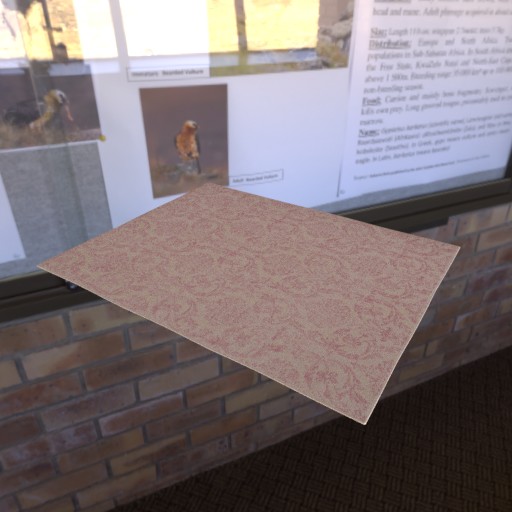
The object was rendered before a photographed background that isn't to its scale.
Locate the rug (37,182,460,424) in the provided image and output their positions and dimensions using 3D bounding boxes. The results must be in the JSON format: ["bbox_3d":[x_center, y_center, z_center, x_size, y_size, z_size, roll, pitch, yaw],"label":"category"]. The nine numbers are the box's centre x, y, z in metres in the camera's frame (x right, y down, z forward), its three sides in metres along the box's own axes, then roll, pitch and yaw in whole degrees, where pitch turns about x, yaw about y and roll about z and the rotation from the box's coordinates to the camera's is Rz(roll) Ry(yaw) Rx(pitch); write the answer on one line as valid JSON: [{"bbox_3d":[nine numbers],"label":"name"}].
[{"bbox_3d":[0.000,0.000,3.966,2.980,0.012,2.363,19,35,28],"label":"rug"}]
